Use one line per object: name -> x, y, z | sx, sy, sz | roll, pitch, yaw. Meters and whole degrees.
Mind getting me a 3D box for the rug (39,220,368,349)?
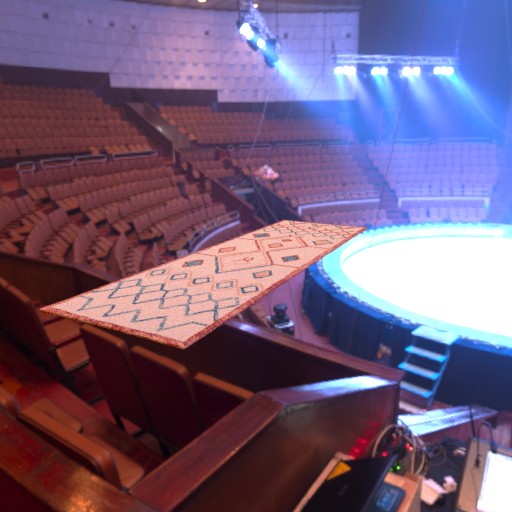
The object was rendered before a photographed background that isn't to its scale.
rug -> 0.000, 0.000, 2.708 | 0.750, 0.011, 2.435 | 8, 16, 27
